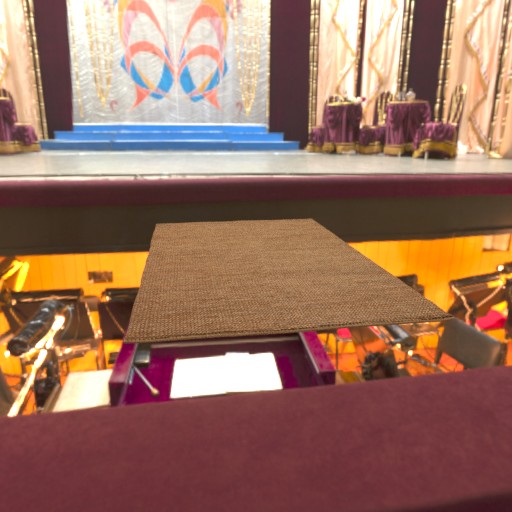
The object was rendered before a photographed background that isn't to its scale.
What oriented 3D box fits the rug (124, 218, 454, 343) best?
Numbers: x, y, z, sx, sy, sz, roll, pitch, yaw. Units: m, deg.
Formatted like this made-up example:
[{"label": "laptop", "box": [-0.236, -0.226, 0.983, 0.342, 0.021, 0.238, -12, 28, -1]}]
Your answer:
[{"label": "rug", "box": [0.000, 0.000, 3.135, 1.521, 0.034, 2.438, -3, 16, -9]}]
